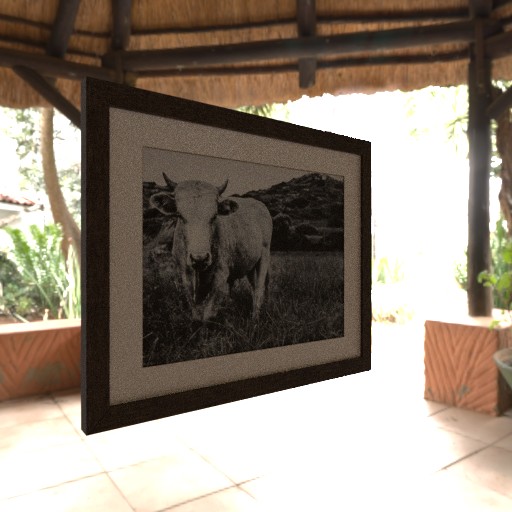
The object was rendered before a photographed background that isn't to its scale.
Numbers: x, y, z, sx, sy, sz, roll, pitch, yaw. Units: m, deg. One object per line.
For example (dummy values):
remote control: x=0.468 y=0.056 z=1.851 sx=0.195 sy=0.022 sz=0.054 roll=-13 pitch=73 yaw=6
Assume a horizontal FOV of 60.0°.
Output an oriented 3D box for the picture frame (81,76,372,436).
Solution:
picture frame: x=0.000 y=0.000 z=0.730 sx=0.546 sy=0.455 sz=0.026 roll=0 pitch=0 yaw=-36
